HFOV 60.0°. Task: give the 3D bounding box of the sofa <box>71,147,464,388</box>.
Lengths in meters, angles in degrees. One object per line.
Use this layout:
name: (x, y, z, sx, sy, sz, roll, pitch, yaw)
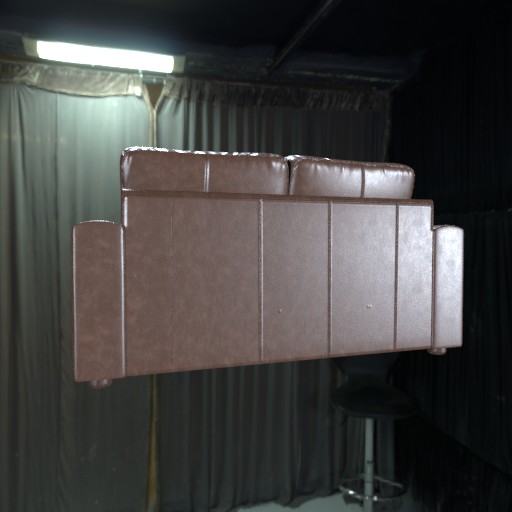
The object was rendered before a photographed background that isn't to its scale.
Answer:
sofa: (0.000, 0.000, 2.187, 1.616, 0.873, 1.016, -1, 2, -18)
